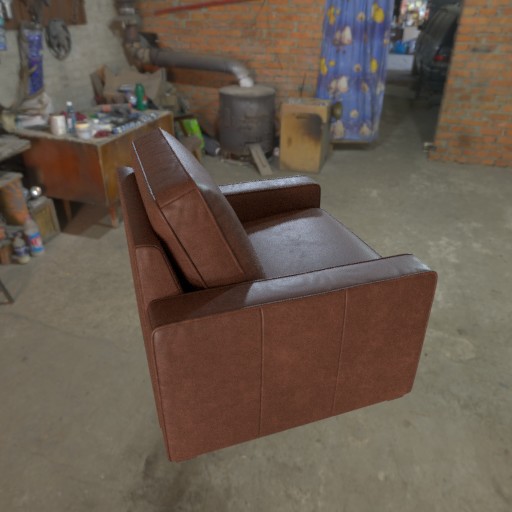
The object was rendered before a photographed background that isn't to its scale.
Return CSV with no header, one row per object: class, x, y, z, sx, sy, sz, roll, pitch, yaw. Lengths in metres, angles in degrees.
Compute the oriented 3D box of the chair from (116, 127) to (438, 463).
chair,0.000,0.000,1.749,0.940,0.919,1.017,-10,31,-16
